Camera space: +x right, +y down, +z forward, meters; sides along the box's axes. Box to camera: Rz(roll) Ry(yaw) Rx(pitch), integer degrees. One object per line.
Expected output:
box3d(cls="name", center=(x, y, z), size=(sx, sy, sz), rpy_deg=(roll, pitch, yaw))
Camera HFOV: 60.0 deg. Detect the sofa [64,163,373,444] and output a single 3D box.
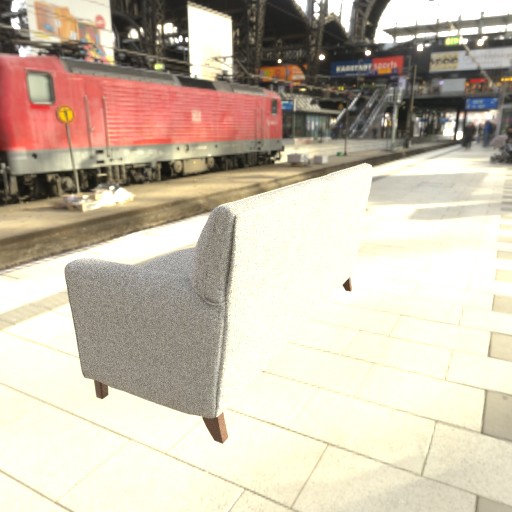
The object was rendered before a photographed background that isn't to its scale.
box3d(cls="sofa", center=(0.000, 0.000, 2.540), size=(0.854, 0.942, 2.026), rpy_deg=(8, 18, 26))
